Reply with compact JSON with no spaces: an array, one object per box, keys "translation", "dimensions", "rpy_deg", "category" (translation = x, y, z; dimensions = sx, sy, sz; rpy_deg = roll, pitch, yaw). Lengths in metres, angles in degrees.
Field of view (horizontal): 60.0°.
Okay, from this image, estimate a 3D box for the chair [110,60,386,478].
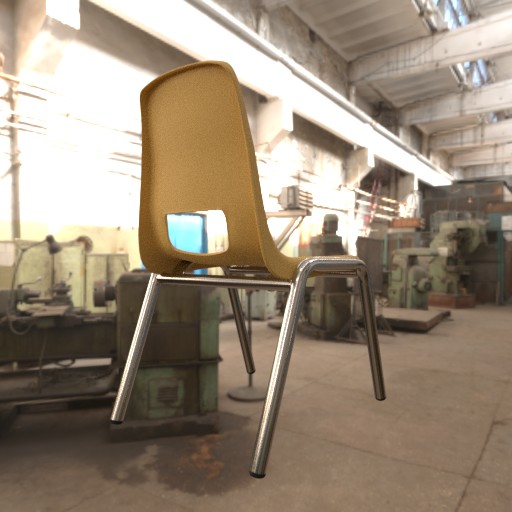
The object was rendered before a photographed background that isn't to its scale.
[{"translation":[0.000,0.000,0.838],"dimensions":[0.354,0.586,0.423],"rpy_deg":[0,0,37],"category":"chair"}]
